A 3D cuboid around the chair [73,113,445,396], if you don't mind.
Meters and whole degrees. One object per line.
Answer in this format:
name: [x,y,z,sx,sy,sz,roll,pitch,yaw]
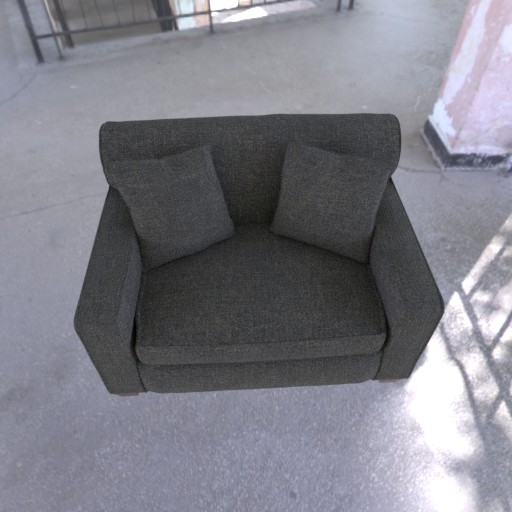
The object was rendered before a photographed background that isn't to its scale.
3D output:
chair: [0.000,0.000,2.042,1.383,0.948,1.000,-2,48,-2]
